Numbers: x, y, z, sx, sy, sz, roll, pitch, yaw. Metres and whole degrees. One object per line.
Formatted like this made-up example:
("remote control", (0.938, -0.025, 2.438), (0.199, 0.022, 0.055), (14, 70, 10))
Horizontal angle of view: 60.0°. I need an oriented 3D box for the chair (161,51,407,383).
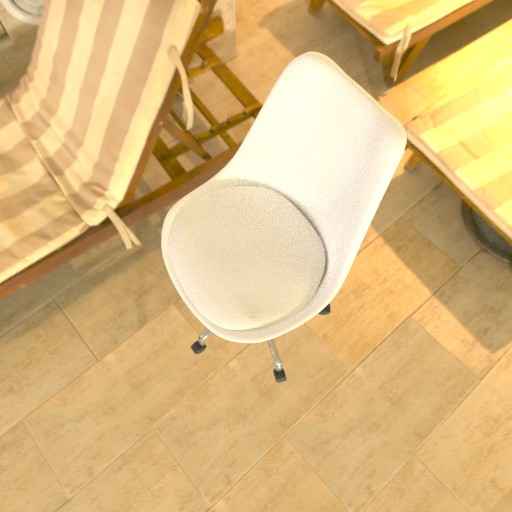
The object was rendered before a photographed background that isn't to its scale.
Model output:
("chair", (0.000, 0.000, 1.241), (0.550, 0.930, 0.550), (-33, 69, -14))
